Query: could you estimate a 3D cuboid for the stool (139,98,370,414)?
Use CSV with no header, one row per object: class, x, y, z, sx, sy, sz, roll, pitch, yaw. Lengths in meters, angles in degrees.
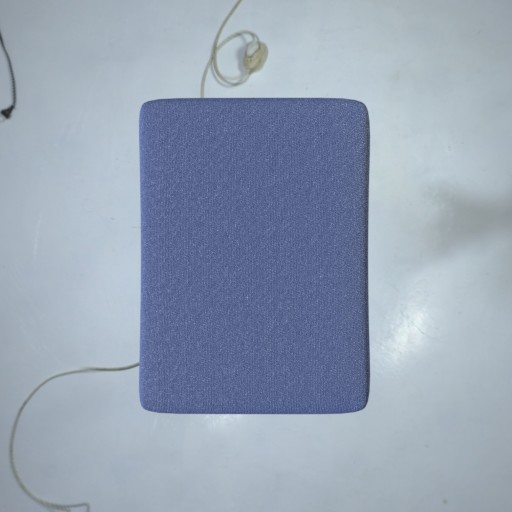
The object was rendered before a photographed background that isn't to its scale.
stool,0.000,0.000,1.024,0.358,0.740,0.498,0,90,0
